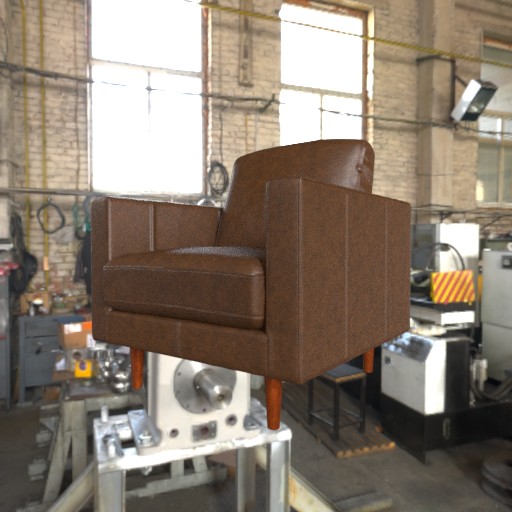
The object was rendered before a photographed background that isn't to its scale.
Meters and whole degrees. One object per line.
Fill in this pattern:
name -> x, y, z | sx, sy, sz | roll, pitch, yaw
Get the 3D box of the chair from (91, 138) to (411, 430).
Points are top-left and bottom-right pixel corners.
chair -> 0.000, 0.000, 1.686 | 0.890, 0.956, 0.909 | 1, 2, 36
